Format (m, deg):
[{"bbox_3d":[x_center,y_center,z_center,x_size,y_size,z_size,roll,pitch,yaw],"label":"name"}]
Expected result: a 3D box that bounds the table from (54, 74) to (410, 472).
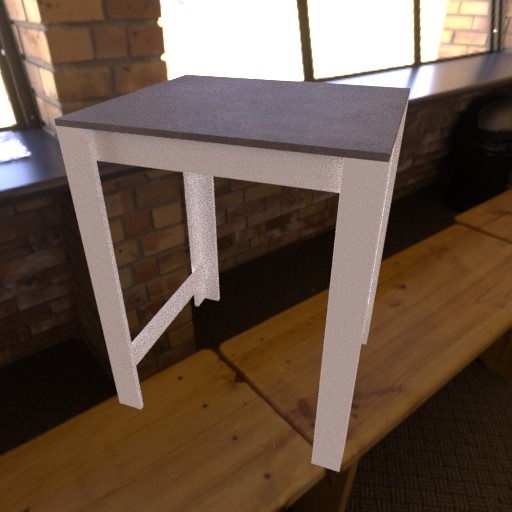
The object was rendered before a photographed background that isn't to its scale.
[{"bbox_3d":[0.000,0.000,1.515,0.800,1.020,0.700,10,33,17],"label":"table"}]
